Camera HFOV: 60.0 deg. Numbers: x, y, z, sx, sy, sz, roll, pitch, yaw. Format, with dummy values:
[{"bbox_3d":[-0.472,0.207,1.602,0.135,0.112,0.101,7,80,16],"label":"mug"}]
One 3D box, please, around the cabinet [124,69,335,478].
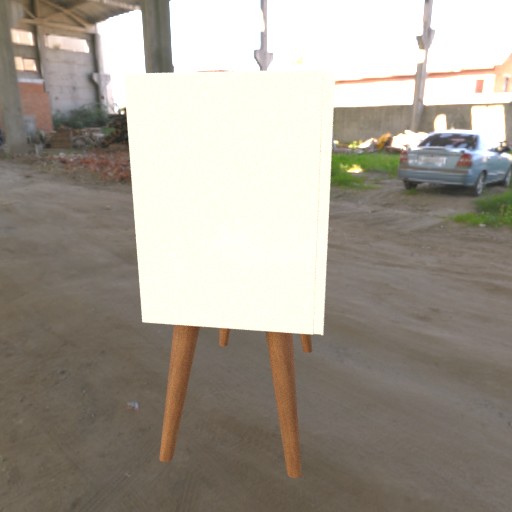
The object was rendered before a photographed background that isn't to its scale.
[{"bbox_3d":[0.000,0.000,1.085,0.344,0.772,0.591,3,16,9],"label":"cabinet"}]
